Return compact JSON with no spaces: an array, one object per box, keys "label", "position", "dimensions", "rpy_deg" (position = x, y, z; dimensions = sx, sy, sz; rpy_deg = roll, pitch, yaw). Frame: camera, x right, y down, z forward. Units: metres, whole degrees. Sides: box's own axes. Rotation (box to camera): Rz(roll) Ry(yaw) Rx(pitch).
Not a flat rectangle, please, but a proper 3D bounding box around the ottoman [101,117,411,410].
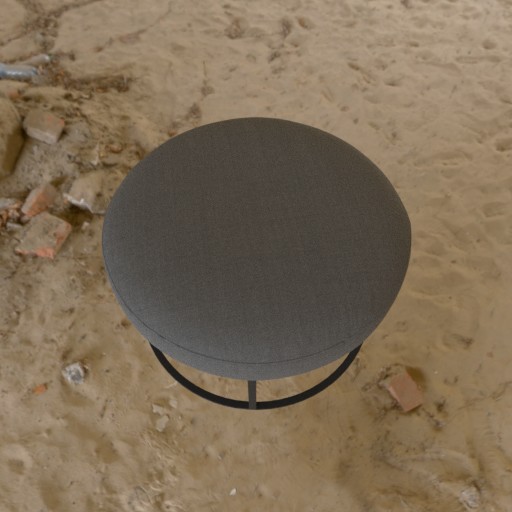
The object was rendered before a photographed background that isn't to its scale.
[{"label":"ottoman","position":[0.000,0.000,1.249],"dimensions":[0.772,0.460,0.772],"rpy_deg":[0,57,0]}]
